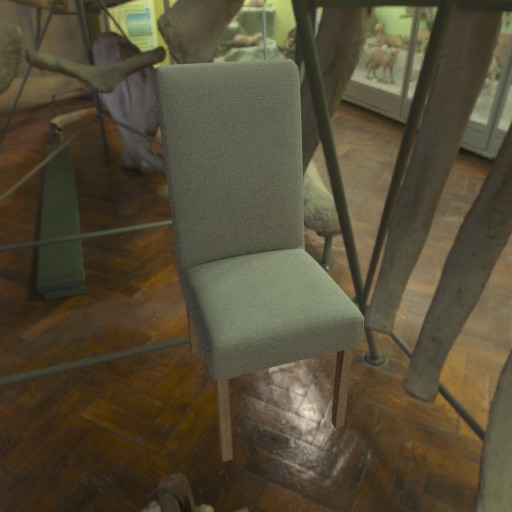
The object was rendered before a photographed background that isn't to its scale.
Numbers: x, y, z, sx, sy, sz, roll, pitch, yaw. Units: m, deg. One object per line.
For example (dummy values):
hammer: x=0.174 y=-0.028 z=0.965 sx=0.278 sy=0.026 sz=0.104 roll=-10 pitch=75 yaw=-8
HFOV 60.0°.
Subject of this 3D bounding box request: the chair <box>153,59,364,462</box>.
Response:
chair: x=0.000 y=0.000 z=1.367 sx=0.450 sy=1.033 sz=0.611 roll=-10 pitch=33 yaw=-16
